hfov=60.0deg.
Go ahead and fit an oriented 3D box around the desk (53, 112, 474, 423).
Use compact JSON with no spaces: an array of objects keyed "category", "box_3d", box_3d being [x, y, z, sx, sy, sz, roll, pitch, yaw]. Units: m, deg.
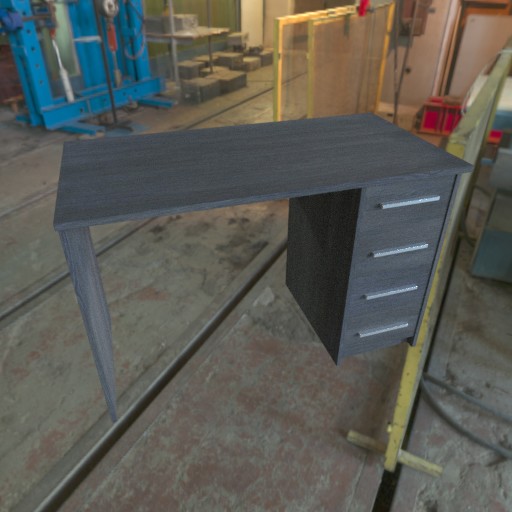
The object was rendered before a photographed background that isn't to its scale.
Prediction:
[{"category":"desk","box_3d":[0.000,0.000,1.513,1.096,0.730,0.560,-10,34,-15]}]
